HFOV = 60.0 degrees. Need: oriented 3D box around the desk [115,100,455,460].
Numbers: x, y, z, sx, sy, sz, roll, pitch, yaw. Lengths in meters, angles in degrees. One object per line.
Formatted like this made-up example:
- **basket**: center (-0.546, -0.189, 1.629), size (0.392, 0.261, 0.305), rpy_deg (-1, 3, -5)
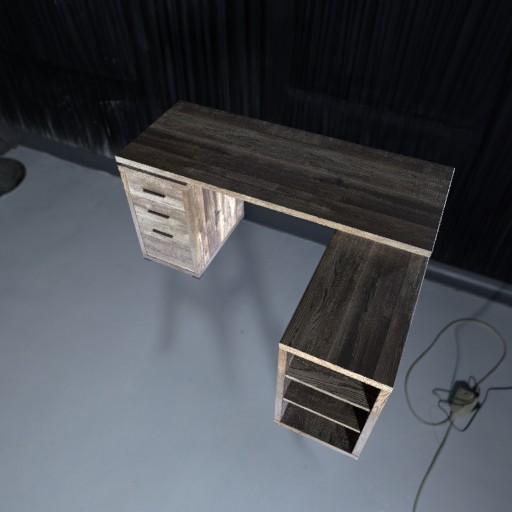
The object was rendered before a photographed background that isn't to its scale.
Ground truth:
- **desk**: center (0.000, 0.000, 2.234), size (1.524, 0.753, 1.200), rpy_deg (19, 50, 17)
